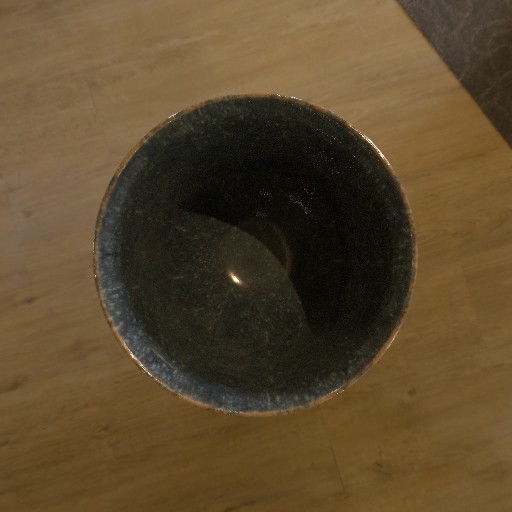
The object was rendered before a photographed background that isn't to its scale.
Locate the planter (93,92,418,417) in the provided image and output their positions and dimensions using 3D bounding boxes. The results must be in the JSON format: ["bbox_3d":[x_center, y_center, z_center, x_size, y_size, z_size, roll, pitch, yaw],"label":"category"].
[{"bbox_3d":[0.000,0.000,0.495,0.266,0.270,0.266,0,89,0],"label":"planter"}]
